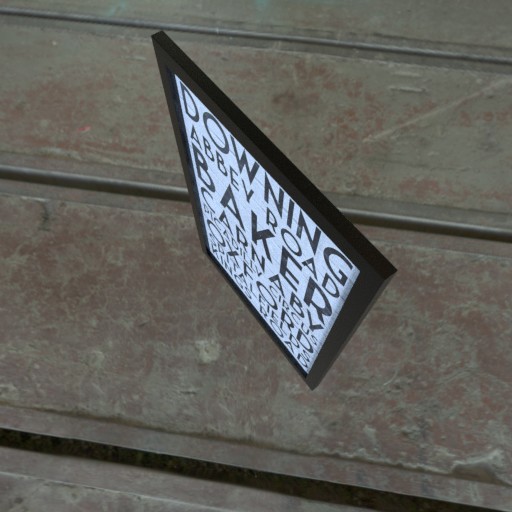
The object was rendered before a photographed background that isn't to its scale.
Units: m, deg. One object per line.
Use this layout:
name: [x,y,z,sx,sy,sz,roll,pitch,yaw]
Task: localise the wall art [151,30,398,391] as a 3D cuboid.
wall art: [0.000,0.000,0.829,0.019,0.656,0.462,-34,68,-15]
